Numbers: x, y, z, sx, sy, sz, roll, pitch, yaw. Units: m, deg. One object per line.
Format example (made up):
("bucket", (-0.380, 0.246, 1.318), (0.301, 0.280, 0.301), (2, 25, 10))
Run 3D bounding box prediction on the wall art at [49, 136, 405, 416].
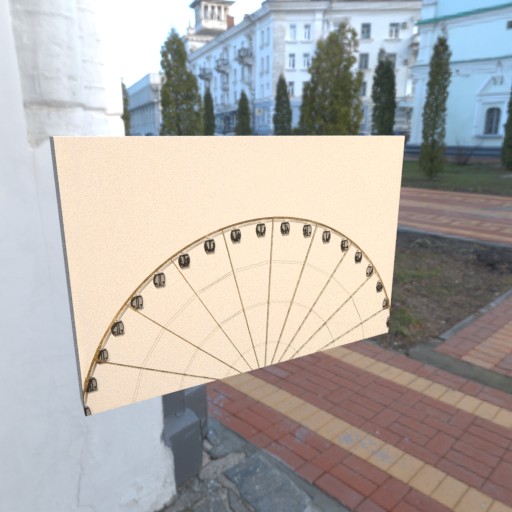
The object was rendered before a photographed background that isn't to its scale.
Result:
("wall art", (0.000, 0.000, 0.486), (0.384, 0.254, 0.039), (-8, 17, -27))
